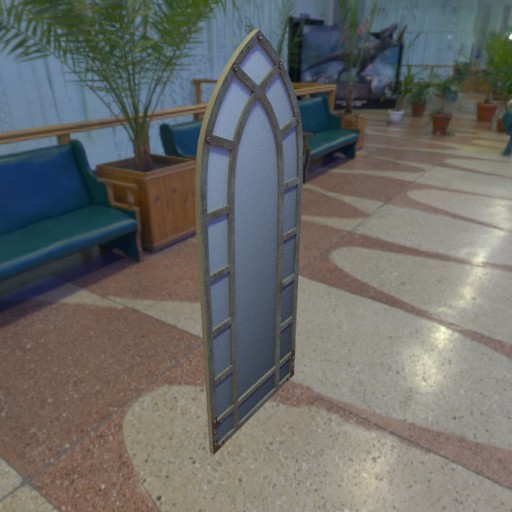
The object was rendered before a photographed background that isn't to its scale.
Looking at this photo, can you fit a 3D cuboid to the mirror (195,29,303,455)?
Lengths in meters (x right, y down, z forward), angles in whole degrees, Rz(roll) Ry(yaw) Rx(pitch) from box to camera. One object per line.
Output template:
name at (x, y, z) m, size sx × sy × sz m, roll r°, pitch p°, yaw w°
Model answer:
mirror at (0.000, 0.000, 1.290) m, size 0.025 × 1.175 × 0.464 m, roll 18°, pitch 30°, yaw 33°
